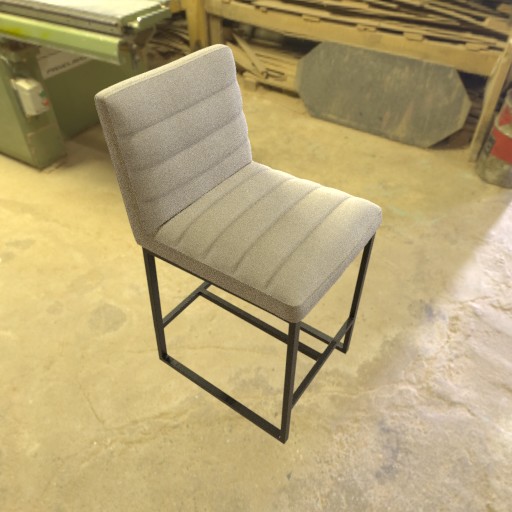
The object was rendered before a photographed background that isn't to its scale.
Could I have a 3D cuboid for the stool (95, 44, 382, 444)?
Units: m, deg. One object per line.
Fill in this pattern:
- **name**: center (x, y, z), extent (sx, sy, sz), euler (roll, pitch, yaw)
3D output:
- **stool**: center (0.000, 0.000, 1.281), extent (0.567, 0.971, 0.459), euler (26, 48, 26)
